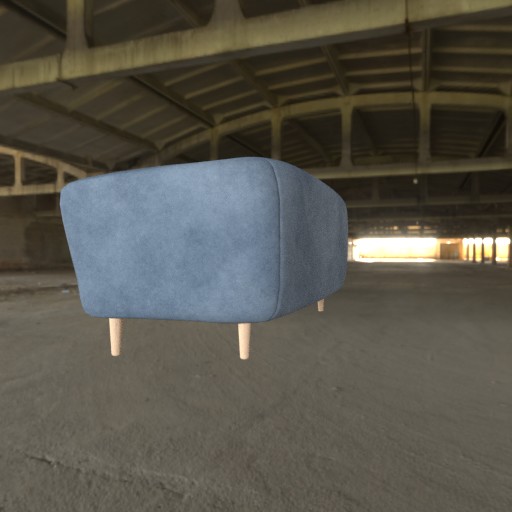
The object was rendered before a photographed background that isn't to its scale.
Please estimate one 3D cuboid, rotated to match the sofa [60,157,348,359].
[{"bbox_3d":[0.000,0.000,2.512,0.849,0.795,2.095,0,1,20],"label":"sofa"}]
